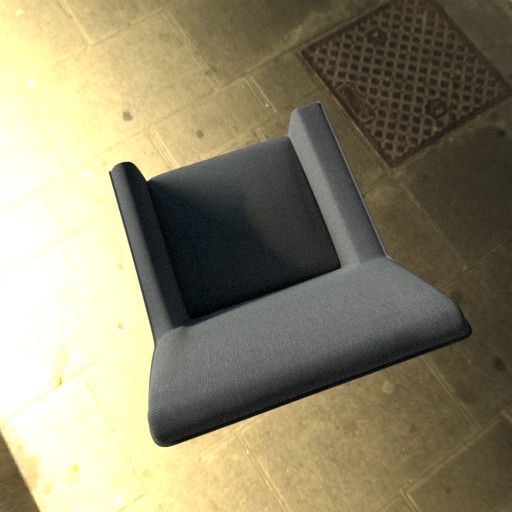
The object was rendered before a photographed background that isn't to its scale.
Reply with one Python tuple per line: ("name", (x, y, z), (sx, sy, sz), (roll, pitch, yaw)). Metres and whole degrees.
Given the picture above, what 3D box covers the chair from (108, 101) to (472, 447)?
("chair", (0.000, 0.000, 1.515), (0.780, 0.919, 0.899), (-18, 76, -5))
